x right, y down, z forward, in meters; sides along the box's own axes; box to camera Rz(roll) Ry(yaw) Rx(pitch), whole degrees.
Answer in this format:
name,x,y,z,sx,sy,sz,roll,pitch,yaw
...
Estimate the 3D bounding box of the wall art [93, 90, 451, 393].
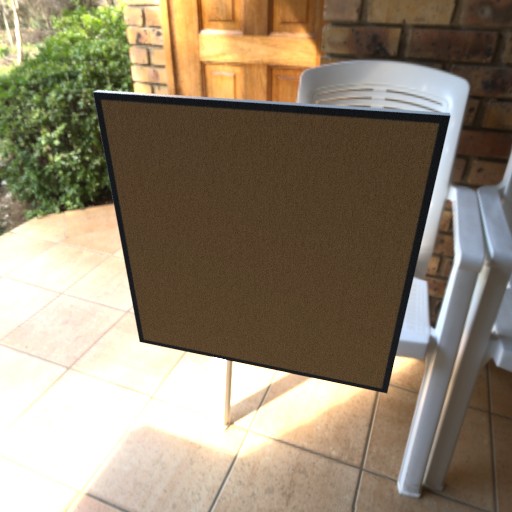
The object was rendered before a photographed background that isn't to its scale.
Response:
name,x,y,z,sx,sy,sz,roll,pitch,yaw
wall art,0.000,0.000,1.190,0.805,0.803,0.022,8,33,13
